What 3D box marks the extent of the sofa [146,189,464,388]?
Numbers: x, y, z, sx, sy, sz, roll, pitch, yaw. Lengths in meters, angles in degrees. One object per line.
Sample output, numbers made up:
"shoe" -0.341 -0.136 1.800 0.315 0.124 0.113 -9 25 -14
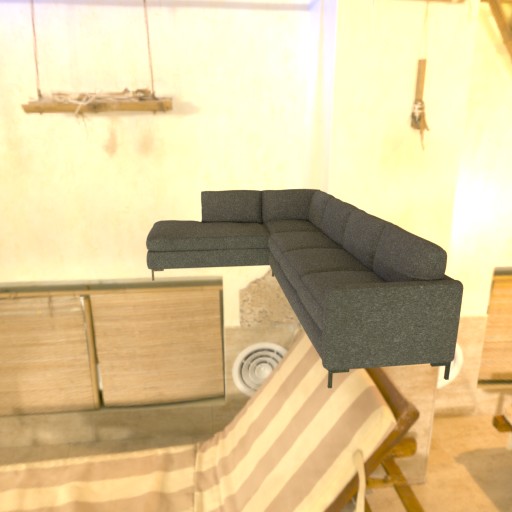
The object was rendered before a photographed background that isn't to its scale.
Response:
"sofa" 0.000 0.000 3.803 2.007 0.815 2.949 -2 16 -7
